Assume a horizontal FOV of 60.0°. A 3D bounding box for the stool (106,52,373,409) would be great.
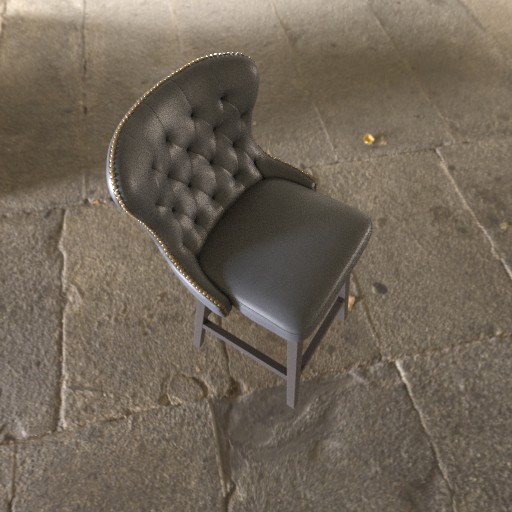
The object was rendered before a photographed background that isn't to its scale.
[{"bbox_3d":[0.000,0.000,1.342,0.593,0.971,0.528,29,62,17],"label":"stool"}]
